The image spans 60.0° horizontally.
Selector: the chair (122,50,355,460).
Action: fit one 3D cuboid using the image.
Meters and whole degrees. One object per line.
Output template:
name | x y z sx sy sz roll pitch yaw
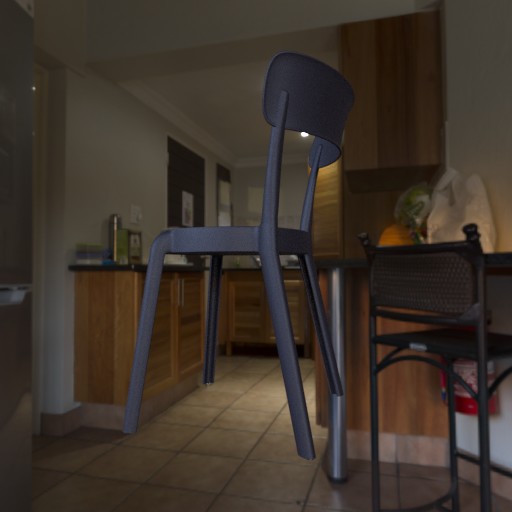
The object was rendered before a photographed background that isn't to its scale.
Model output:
chair | 0.000 0.000 1.125 0.491 0.790 0.506 0 -1 18
